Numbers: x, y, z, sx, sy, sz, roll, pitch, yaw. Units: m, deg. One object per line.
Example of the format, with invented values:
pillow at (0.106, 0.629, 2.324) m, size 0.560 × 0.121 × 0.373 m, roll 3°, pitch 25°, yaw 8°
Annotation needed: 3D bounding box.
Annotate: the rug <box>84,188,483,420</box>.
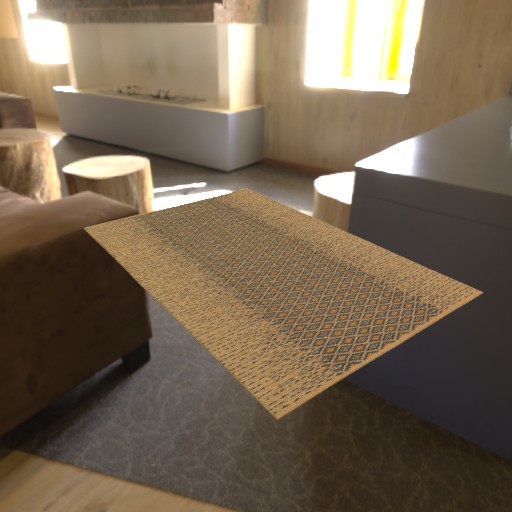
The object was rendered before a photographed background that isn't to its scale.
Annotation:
rug at (0.000, 0.000, 2.342) m, size 1.219 × 0.005 × 1.828 m, roll -19°, pitch 33°, yaw -32°
